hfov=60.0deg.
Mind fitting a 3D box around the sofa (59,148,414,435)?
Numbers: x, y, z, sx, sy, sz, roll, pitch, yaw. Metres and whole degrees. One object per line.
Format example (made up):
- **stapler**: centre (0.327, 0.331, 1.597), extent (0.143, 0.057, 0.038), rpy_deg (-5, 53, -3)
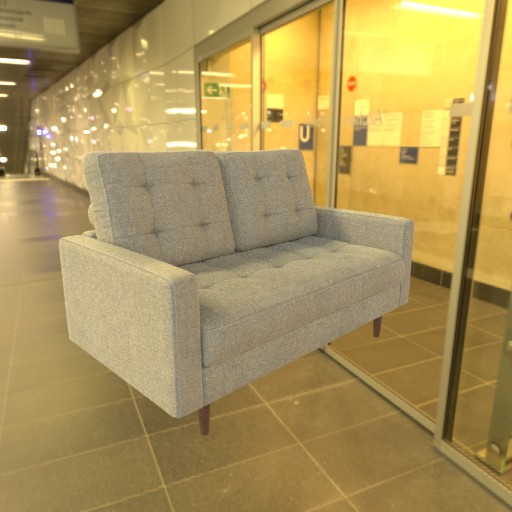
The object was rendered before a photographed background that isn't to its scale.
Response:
- **sofa**: centre (0.000, 0.000, 1.954), extent (1.407, 0.907, 0.842), rpy_deg (-14, 20, -43)
